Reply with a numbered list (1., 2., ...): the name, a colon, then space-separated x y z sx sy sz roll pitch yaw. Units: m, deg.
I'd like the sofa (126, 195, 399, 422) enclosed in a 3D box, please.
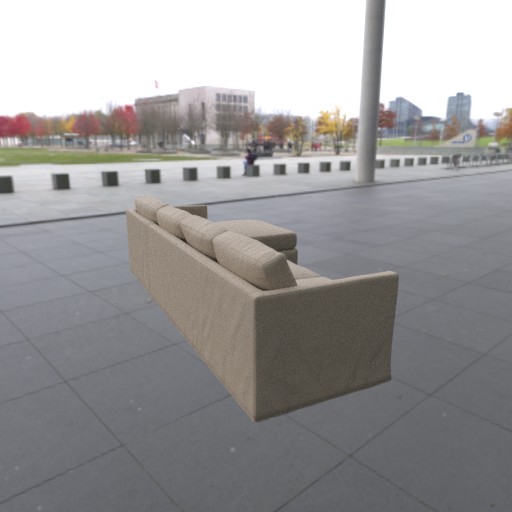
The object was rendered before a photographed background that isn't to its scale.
1. sofa: 0.000 0.000 3.889 1.622 0.867 3.177 -7 16 -26
